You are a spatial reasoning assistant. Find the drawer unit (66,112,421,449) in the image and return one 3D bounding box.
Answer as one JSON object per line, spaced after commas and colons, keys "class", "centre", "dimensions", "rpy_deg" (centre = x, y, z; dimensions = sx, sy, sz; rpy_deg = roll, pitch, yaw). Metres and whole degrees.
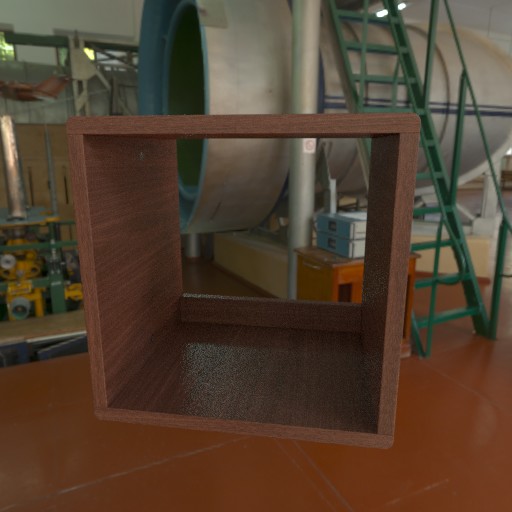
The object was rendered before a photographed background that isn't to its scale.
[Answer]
{"class": "drawer unit", "centre": [0.000, 0.000, 0.607], "dimensions": [0.349, 0.351, 0.290], "rpy_deg": [2, 14, 9]}
